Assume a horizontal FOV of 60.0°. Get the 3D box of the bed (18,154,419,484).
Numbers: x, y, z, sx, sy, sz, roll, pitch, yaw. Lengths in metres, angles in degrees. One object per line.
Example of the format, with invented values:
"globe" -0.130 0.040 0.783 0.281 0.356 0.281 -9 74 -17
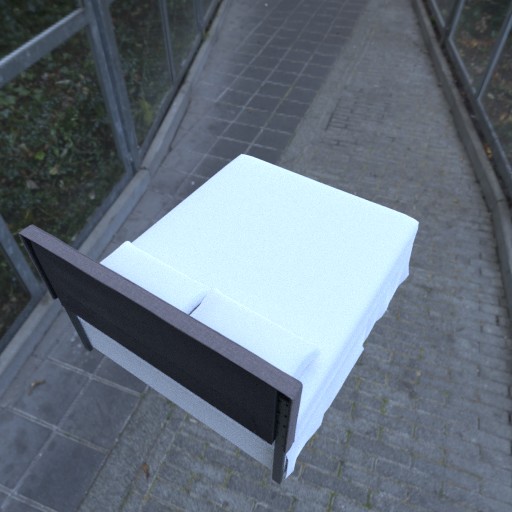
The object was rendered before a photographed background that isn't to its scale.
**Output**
"bed" 0.000 0.000 2.805 1.610 1.089 1.894 26 52 23
